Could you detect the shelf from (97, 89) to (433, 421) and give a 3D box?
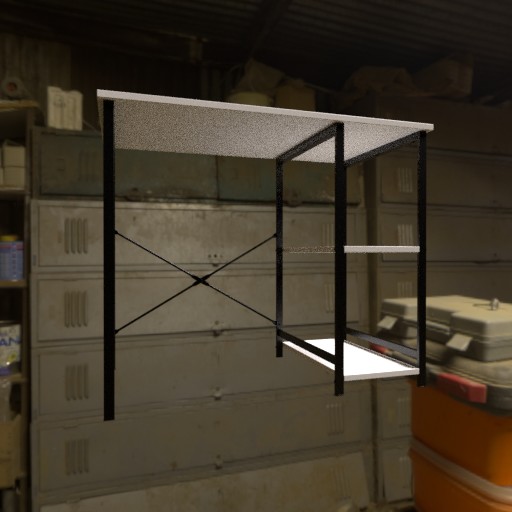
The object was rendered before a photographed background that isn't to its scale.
[{"bbox_3d":[0.000,0.000,1.366,0.902,0.750,0.498,0,0,-17],"label":"shelf"}]
